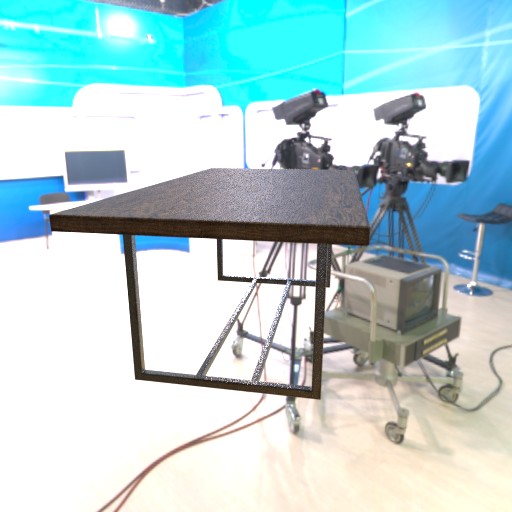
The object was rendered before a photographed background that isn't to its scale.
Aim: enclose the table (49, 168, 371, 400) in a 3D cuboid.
[{"bbox_3d":[0.000,0.000,2.475,1.078,0.795,1.989,3,16,10],"label":"table"}]
